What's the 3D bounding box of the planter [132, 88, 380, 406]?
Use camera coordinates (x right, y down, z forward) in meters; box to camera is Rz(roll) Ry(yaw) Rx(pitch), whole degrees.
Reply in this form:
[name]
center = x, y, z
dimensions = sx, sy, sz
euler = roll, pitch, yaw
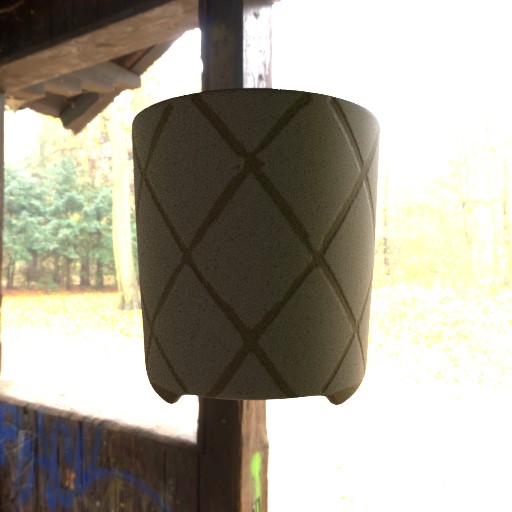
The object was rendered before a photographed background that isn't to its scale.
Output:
[planter]
center = 0.000, 0.000, 0.421
dimensions = 0.228, 0.235, 0.228
euler = 0, 0, 0
